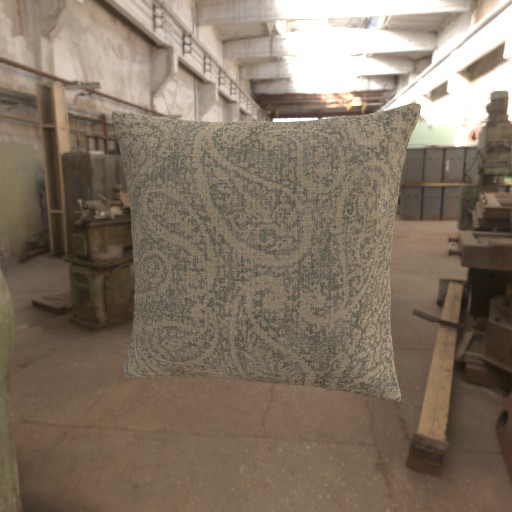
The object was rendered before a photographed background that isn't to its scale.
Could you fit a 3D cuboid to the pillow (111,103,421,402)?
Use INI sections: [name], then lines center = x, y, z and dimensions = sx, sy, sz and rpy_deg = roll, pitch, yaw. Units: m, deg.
[pillow]
center = 0.000, 0.000, 0.786
dimensions = 0.526, 0.507, 0.166
rpy_deg = 2, 12, 10
